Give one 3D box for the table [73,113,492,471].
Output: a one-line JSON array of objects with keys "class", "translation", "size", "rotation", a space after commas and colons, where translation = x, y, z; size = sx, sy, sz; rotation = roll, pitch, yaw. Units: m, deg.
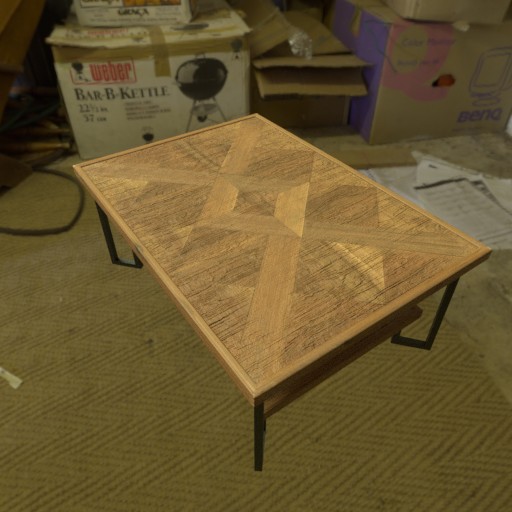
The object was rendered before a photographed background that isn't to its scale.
[{"class": "table", "translation": [0.000, 0.000, 1.687], "size": [0.877, 0.492, 1.238], "rotation": [-24, 46, -26]}]
